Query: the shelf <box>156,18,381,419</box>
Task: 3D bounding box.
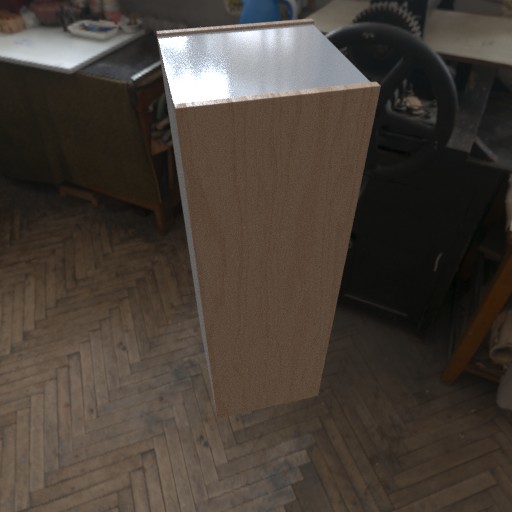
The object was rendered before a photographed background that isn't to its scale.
[{"bbox_3d":[0.000,0.000,1.022,0.290,0.900,0.300,-10,46,-10],"label":"shelf"}]
